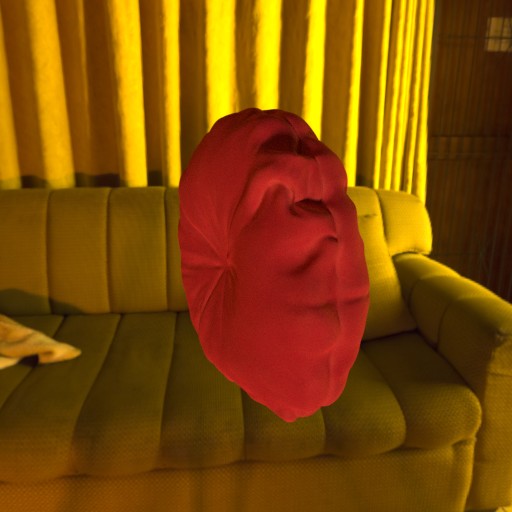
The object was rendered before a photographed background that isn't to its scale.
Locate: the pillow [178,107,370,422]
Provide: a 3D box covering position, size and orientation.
[{"bbox_3d":[0.000,0.000,0.642,0.148,0.407,0.428,-8,17,-26],"label":"pillow"}]
